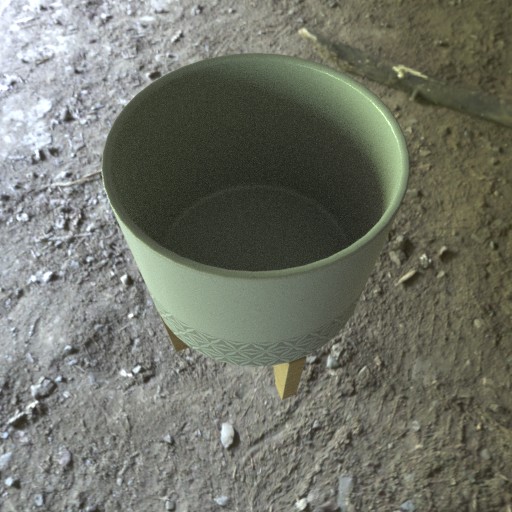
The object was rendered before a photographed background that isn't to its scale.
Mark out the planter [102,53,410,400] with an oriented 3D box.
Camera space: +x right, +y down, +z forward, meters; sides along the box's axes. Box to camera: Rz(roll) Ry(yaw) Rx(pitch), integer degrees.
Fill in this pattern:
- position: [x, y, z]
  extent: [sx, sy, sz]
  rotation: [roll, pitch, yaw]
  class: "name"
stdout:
- position: [0.000, 0.000, 0.384]
  extent: [0.188, 0.260, 0.188]
  rotation: [0, 58, 0]
  class: "planter"
